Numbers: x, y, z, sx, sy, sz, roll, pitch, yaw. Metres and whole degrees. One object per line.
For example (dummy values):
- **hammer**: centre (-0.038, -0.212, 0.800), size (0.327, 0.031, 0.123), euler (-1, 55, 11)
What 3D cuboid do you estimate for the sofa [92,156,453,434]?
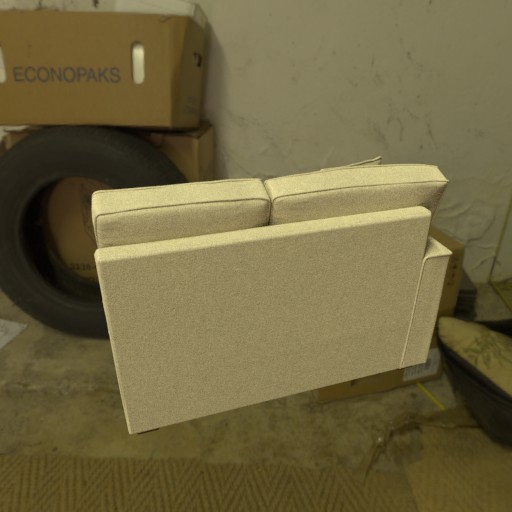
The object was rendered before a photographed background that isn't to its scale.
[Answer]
- **sofa**: centre (0.000, 0.000, 2.087), size (1.388, 0.989, 0.991), euler (-9, 29, -16)
